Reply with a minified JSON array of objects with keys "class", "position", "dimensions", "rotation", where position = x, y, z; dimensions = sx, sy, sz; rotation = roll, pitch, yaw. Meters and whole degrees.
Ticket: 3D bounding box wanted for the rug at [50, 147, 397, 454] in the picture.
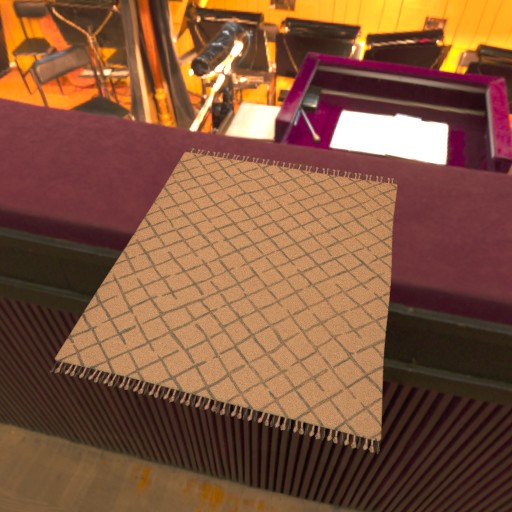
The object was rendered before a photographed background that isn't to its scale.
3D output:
[{"class":"rug","position":[0.000,0.000,4.838],"dimensions":[2.892,0.036,3.585],"rotation":[11,48,10]}]
